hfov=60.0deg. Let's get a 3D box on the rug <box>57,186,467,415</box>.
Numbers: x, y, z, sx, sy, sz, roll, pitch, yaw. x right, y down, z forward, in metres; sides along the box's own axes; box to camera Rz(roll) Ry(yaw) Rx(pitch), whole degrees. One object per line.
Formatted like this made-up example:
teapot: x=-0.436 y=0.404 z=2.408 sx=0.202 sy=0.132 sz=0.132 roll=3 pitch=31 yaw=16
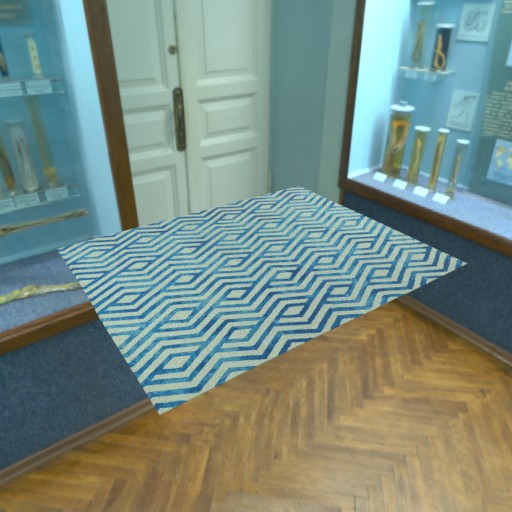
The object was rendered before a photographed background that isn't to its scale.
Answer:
rug: x=0.000 y=0.000 z=4.224 sx=3.059 sy=0.008 sz=2.453 roll=-19 pitch=35 yaw=-30
